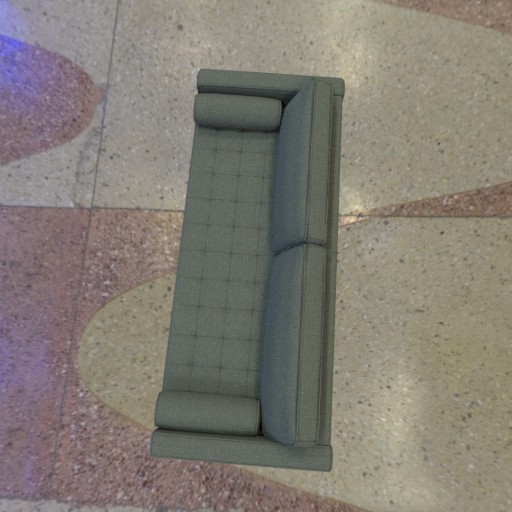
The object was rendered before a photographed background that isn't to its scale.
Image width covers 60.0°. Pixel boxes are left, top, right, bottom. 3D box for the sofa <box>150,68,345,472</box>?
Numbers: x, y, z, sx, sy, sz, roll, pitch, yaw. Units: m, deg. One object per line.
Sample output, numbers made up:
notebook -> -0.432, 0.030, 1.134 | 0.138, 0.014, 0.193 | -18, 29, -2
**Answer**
sofa -> 0.000, 0.000, 2.587 | 0.914, 0.762, 2.198 | 4, 76, 1
